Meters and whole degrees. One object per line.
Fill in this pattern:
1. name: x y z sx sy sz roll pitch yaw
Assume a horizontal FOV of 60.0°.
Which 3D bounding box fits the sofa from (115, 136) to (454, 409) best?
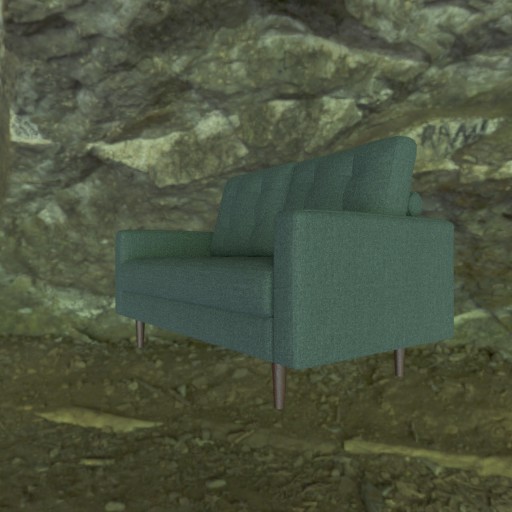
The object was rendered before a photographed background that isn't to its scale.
1. sofa: 0.000 0.000 1.950 0.842 0.907 1.407 0 0 -37
